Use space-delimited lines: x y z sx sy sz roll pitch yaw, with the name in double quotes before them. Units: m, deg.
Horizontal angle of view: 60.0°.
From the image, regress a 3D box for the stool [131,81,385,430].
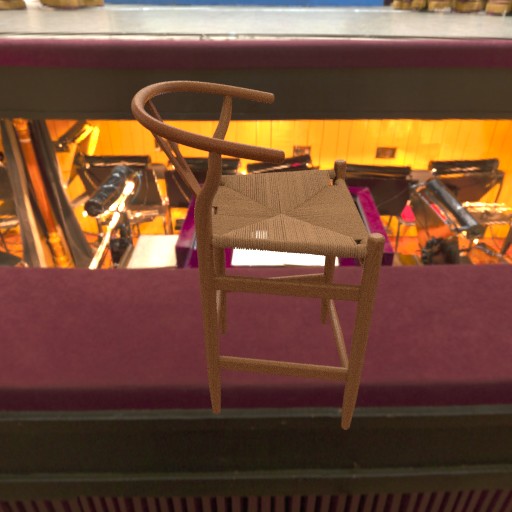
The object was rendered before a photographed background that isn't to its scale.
"stool" 0.000 0.000 1.298 0.575 0.923 0.536 0 32 0
